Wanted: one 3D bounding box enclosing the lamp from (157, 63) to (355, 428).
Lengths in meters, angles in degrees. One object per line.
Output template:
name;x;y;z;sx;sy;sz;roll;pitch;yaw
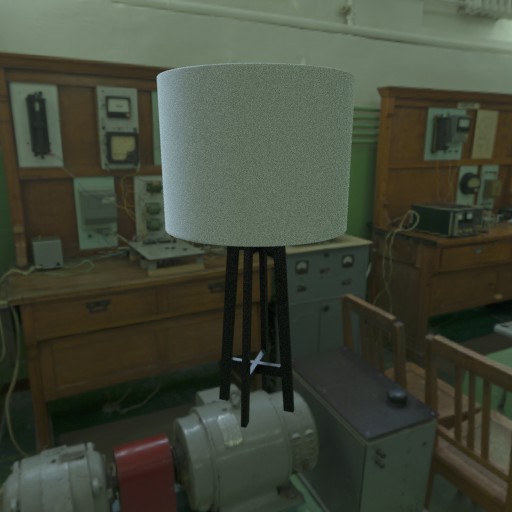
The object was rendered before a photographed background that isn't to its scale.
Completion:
lamp;0.000;0.000;0.647;0.257;0.489;0.257;-7;16;-27
